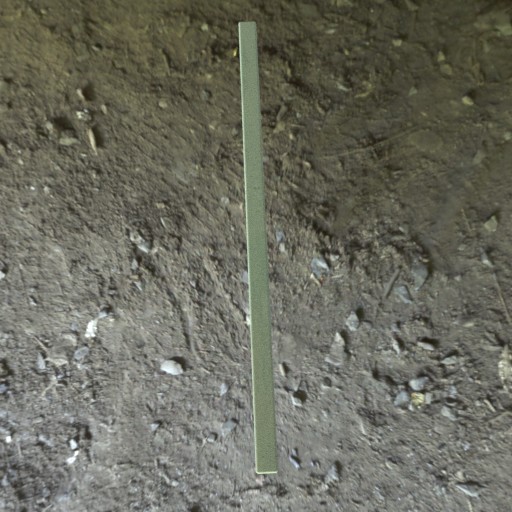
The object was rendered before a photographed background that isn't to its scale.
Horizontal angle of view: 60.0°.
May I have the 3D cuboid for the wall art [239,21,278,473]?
[{"bbox_3d":[0.000,0.000,1.158,0.038,0.609,0.913,-2,76,-1],"label":"wall art"}]
